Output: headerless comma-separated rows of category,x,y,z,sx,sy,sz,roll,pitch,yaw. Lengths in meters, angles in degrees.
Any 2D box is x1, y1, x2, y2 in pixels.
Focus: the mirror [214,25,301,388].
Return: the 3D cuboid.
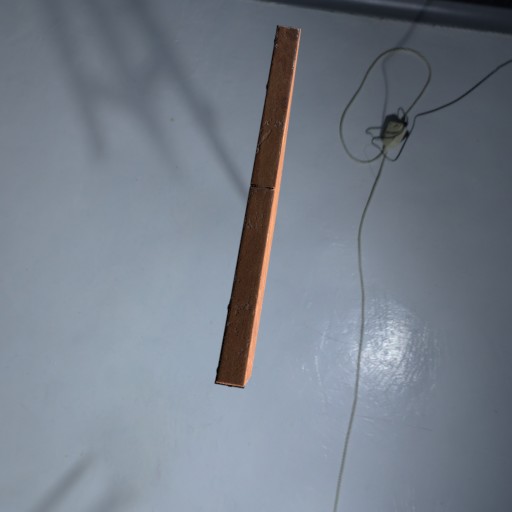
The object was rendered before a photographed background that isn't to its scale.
mirror,0.000,0.000,0.958,0.053,0.761,0.517,9,76,2
